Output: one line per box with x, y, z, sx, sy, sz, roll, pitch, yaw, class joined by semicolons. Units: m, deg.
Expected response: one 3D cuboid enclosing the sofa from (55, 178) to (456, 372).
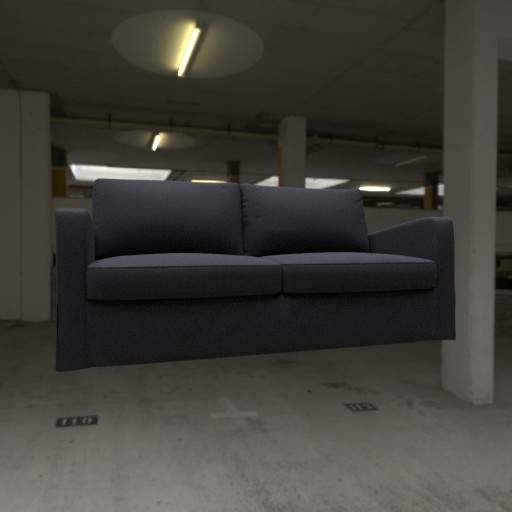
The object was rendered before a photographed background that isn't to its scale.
0.000;0.000;2.316;1.852;0.839;0.898;0;1;-18;sofa
